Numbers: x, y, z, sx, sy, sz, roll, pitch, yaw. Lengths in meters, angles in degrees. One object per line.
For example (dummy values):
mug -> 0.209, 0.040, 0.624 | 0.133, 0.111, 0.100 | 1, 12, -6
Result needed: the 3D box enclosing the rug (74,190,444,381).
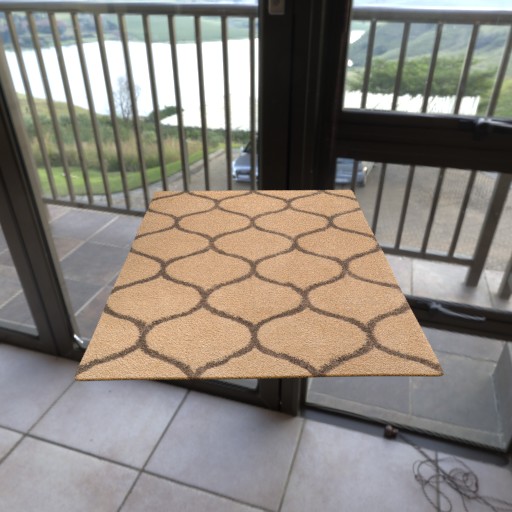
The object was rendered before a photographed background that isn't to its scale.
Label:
rug -> 0.000, 0.000, 4.125 | 2.399, 0.026, 3.000 | -1, 32, -1
